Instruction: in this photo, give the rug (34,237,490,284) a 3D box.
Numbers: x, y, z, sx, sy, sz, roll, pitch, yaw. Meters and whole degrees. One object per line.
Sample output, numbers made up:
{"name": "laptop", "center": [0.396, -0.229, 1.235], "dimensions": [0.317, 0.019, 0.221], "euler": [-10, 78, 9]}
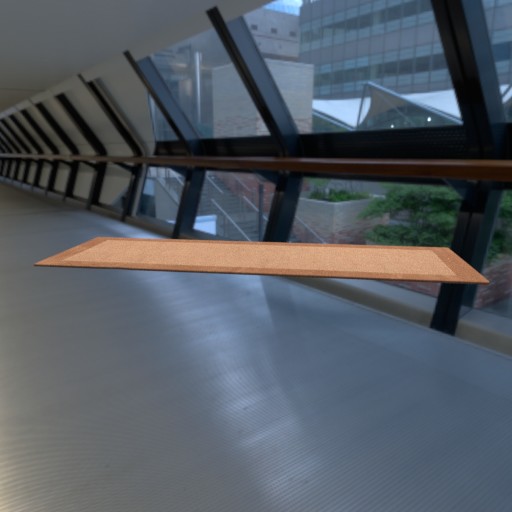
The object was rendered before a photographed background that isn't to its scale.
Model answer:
{"name": "rug", "center": [0.000, 0.000, 2.709], "dimensions": [2.439, 0.017, 0.764], "euler": [2, 14, 8]}
